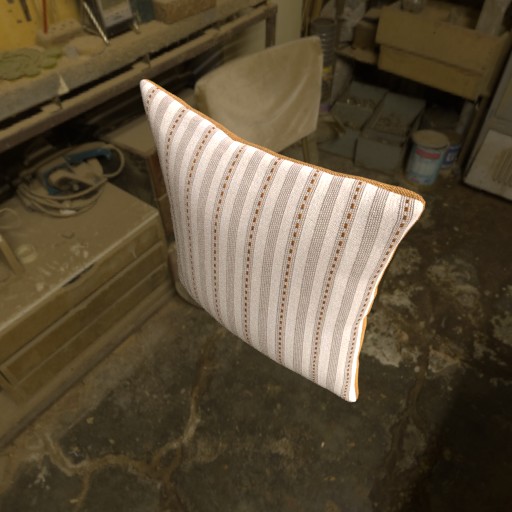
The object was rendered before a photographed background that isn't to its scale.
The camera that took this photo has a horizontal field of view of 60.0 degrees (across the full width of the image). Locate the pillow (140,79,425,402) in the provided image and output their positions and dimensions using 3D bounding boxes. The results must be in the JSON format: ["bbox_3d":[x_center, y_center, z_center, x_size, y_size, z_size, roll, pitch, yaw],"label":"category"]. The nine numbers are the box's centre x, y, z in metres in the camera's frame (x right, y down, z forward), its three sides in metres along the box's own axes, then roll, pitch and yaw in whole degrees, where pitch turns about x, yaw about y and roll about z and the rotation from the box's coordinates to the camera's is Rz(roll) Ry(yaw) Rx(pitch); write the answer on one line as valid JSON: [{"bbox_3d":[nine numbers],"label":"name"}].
[{"bbox_3d":[0.000,0.000,0.683,0.432,0.437,0.147,31,54,26],"label":"pillow"}]
